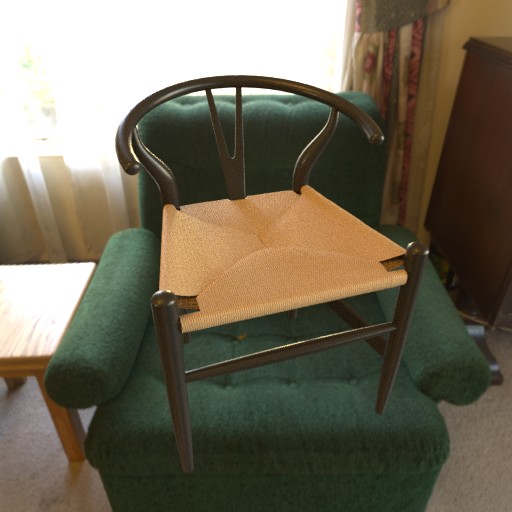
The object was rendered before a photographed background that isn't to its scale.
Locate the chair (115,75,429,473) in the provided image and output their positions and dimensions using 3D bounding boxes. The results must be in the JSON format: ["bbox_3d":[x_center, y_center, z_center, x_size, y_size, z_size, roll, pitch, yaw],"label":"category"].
[{"bbox_3d":[0.000,0.000,1.093,0.570,0.739,0.570,-10,35,-15],"label":"chair"}]
